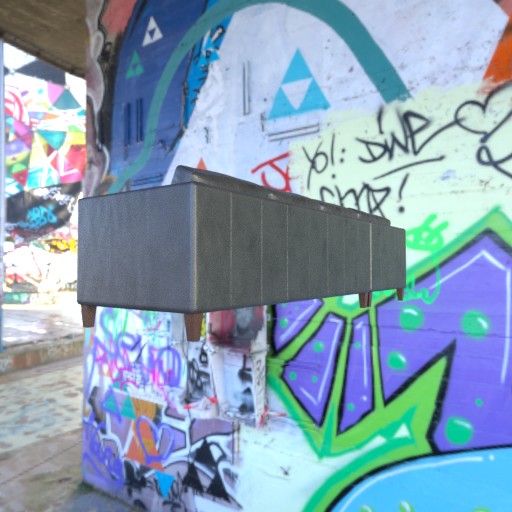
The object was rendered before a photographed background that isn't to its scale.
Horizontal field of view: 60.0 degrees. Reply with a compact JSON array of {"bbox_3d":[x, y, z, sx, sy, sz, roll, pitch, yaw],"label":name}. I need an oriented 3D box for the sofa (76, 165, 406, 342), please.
[{"bbox_3d":[0.000,0.000,3.780,1.581,0.883,3.203,-1,-2,35],"label":"sofa"}]
